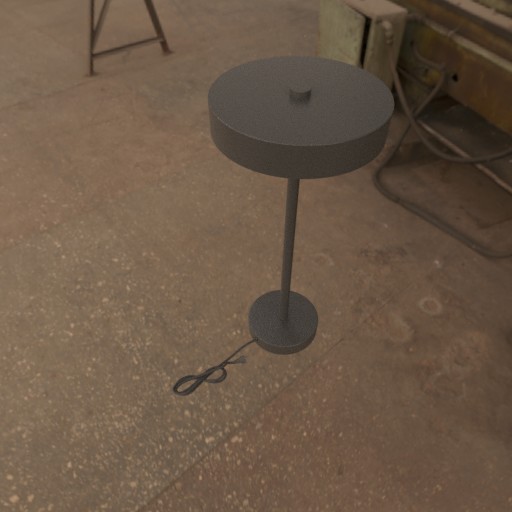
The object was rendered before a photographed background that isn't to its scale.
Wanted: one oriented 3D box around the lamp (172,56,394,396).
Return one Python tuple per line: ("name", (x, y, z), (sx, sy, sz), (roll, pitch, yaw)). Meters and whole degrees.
("lamp", (0.000, 0.000, 0.697), (0.369, 0.508, 0.229), (-30, 54, -26))
